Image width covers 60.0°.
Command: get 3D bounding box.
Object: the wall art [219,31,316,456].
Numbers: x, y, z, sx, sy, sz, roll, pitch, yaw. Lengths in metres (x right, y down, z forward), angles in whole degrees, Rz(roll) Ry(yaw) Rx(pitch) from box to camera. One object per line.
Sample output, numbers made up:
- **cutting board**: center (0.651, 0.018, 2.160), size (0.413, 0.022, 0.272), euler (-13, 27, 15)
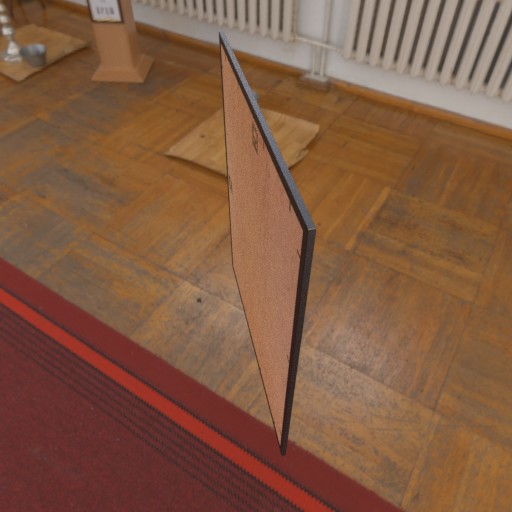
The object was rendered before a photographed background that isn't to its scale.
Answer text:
- **wall art**: center (0.000, 0.000, 0.890), size (0.018, 0.660, 0.559), euler (-9, 47, -9)
